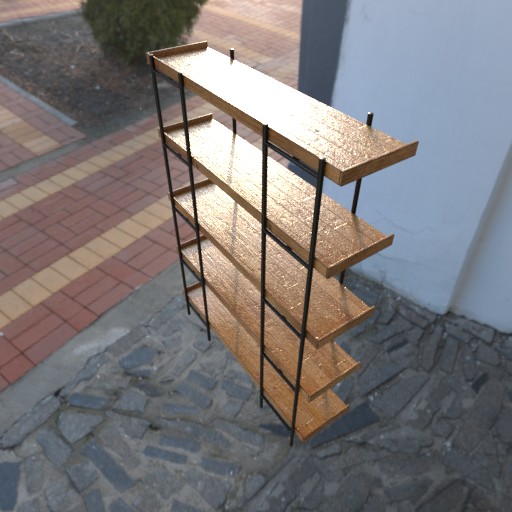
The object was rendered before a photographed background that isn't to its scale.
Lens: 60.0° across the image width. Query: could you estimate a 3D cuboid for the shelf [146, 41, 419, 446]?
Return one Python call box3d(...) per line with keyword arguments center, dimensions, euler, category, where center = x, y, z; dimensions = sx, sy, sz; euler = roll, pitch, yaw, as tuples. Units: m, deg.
box3d(center=(0.000, 0.000, 2.388), dimensions=(0.379, 1.826, 1.371), euler=(-25, 47, -26), category="shelf")
